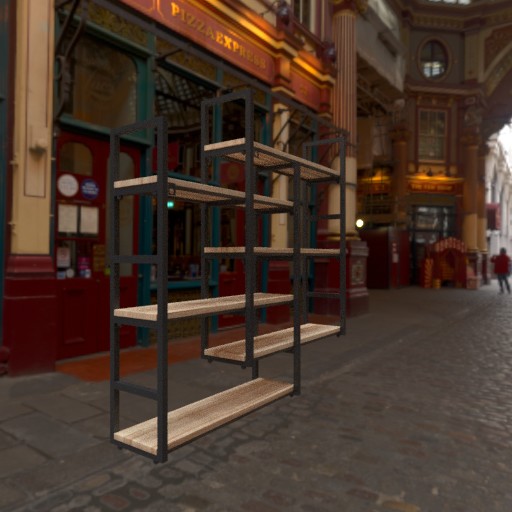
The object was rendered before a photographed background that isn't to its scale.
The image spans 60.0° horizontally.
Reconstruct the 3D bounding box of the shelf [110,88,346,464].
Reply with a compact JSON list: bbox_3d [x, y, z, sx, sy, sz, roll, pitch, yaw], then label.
[{"bbox_3d":[0.000,0.000,1.391,0.183,0.921,0.946,0,0,36],"label":"shelf"}]
